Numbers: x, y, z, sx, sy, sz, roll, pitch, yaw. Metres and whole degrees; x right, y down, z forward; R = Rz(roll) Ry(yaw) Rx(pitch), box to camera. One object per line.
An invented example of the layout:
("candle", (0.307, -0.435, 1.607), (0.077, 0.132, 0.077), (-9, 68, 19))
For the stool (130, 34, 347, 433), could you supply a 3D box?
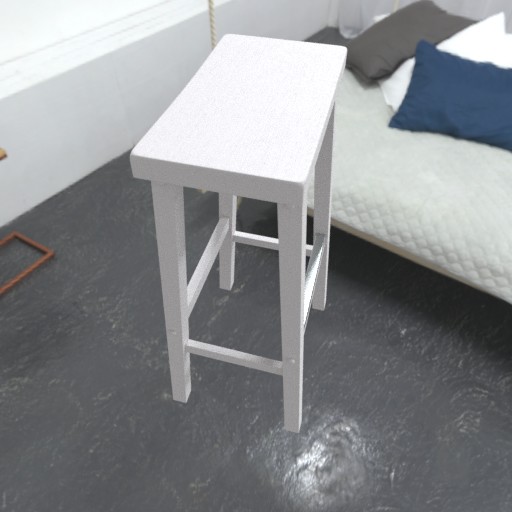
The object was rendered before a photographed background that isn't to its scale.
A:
("stool", (0.000, 0.000, 0.950), (0.322, 0.742, 0.406), (11, 48, 10))
